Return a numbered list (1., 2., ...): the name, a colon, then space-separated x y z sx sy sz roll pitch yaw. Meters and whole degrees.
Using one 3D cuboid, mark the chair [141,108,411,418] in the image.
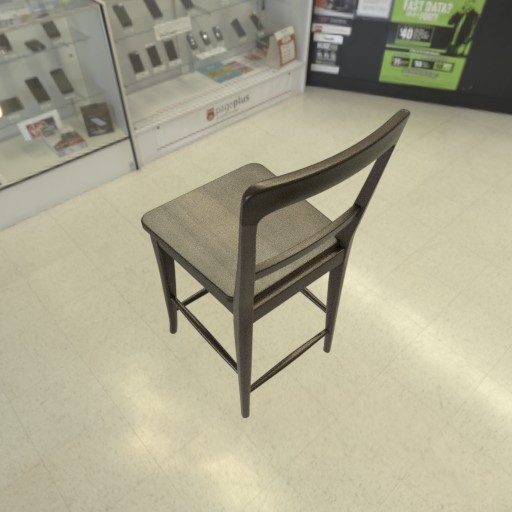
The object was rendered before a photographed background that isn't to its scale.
1. chair: 0.000 0.000 1.301 0.450 0.991 0.546 -31 54 -26
